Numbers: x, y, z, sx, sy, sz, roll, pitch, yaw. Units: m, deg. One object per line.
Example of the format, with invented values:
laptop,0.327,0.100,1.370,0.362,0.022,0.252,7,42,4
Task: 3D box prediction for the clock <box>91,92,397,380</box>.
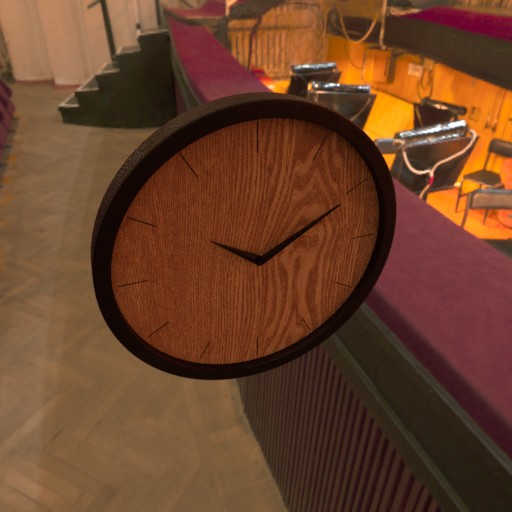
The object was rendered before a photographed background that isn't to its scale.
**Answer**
clock,0.000,0.000,0.449,0.314,0.314,0.029,-12,35,-17
